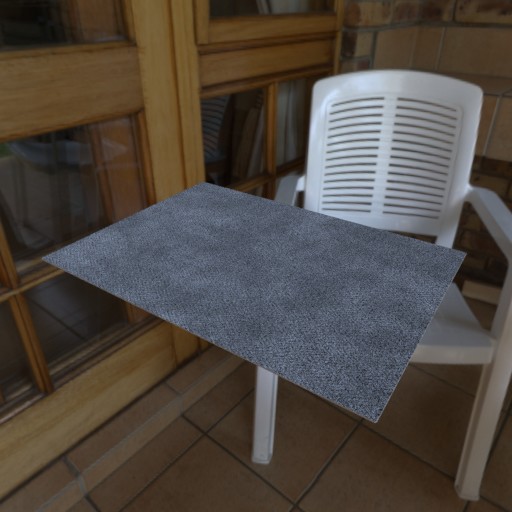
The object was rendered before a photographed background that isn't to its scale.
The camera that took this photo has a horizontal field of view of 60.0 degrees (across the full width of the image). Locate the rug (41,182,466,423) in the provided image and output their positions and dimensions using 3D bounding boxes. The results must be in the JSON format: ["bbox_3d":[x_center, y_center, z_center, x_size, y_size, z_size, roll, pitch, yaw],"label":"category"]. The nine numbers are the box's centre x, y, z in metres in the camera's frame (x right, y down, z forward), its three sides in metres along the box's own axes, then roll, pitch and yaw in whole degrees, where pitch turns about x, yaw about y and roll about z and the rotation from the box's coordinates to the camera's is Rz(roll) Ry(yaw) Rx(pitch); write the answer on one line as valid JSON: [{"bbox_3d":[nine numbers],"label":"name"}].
[{"bbox_3d":[0.000,0.000,2.860,2.235,0.008,1.600,19,36,29],"label":"rug"}]
